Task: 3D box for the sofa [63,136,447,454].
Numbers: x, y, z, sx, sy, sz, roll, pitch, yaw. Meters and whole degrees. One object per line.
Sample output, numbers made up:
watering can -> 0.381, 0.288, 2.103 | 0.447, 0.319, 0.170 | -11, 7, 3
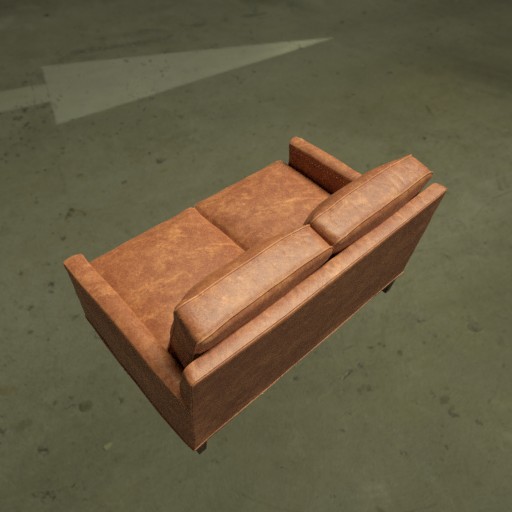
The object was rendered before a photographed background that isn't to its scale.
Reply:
sofa -> 0.000, 0.000, 2.278 | 1.597, 1.003, 1.084 | -33, 56, -27
